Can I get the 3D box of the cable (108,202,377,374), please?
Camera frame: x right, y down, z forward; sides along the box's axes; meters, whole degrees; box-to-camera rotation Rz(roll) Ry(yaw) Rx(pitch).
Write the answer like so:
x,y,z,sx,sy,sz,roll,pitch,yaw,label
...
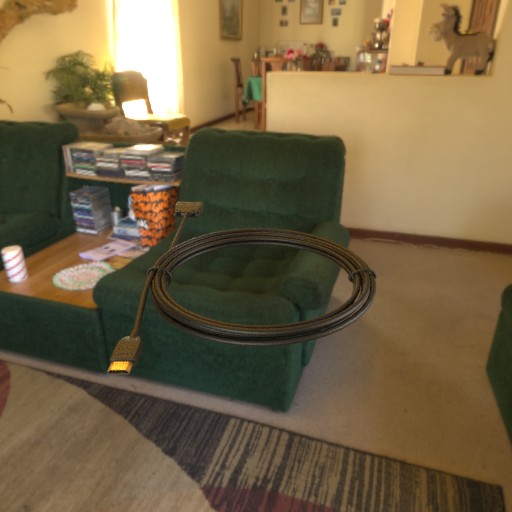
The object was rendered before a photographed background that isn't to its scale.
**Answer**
x,y,z,sx,sy,sz,roll,pitch,yaw,label
0.000,0.000,0.525,0.257,0.030,0.422,0,25,0,cable
